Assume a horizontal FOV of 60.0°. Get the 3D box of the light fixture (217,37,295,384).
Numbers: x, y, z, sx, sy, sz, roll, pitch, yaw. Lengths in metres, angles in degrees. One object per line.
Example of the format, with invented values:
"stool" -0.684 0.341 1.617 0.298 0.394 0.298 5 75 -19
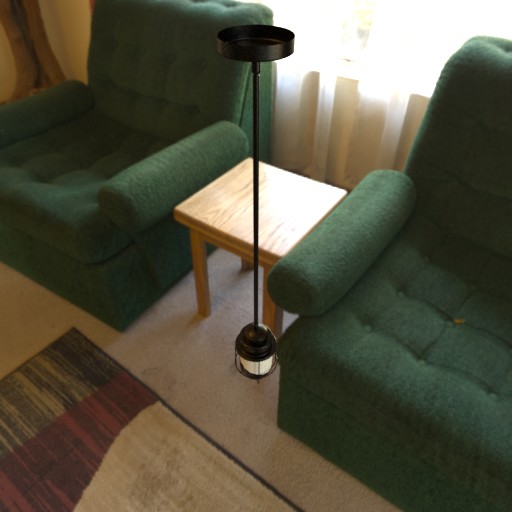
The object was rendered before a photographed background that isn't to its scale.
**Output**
"light fixture" 0.000 0.000 0.997 0.123 0.920 0.123 13 43 14
